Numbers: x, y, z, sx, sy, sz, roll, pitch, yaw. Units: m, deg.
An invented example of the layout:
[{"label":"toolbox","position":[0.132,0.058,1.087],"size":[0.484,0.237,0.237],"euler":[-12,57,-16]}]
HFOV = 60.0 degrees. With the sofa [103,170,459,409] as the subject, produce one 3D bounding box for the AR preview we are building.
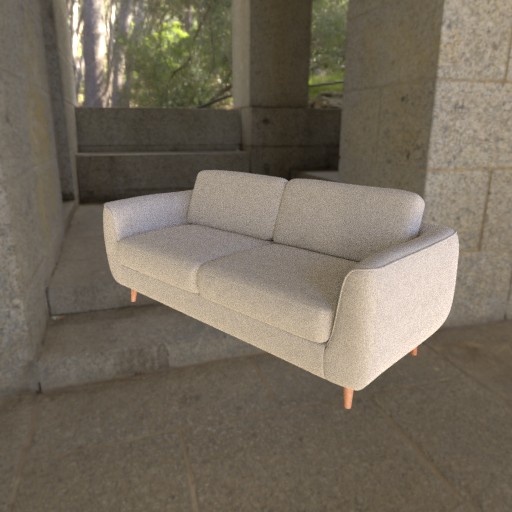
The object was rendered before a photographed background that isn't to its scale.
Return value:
[{"label":"sofa","position":[0.000,0.000,2.527],"size":[2.000,0.850,0.920],"euler":[15,22,42]}]
